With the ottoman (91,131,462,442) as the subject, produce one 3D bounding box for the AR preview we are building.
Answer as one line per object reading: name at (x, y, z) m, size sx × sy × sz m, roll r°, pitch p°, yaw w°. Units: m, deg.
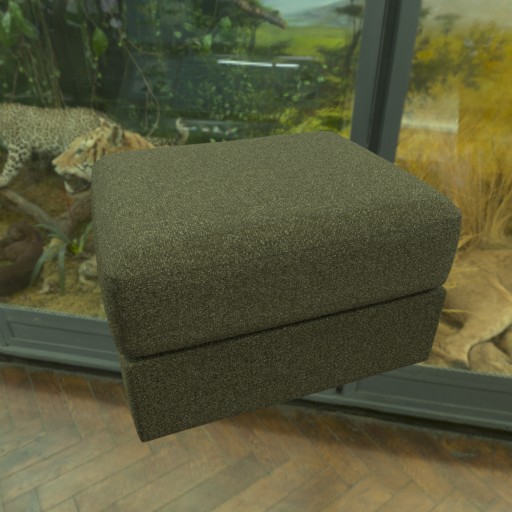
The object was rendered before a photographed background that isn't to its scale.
ottoman at (0.000, 0.000, 1.116) m, size 0.742 × 0.476 × 0.598 m, roll -10°, pitch 33°, yaw -17°
